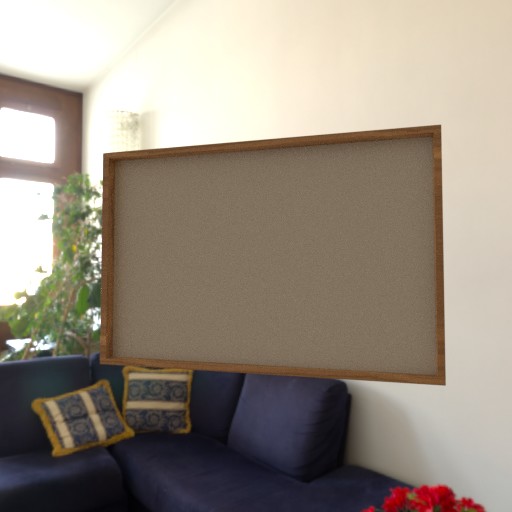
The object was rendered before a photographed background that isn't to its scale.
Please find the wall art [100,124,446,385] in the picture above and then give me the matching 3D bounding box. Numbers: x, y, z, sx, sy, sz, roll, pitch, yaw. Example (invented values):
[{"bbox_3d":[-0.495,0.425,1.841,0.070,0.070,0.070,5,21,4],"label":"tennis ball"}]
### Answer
[{"bbox_3d":[0.000,0.000,1.165,0.911,0.605,0.037,-1,-2,16],"label":"wall art"}]
